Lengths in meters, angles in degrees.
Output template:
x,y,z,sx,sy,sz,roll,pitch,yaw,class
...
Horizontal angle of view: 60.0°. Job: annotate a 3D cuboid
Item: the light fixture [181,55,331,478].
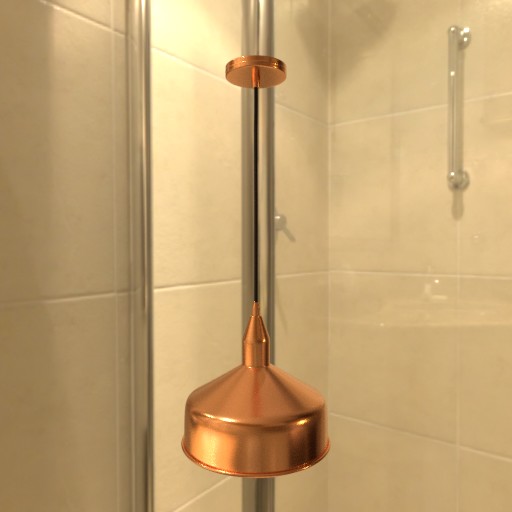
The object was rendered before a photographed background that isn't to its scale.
x,y,z,sx,sy,sz,roll,pitch,yaw,class
0.000,0.000,0.898,0.301,0.754,0.301,0,1,0,light fixture
